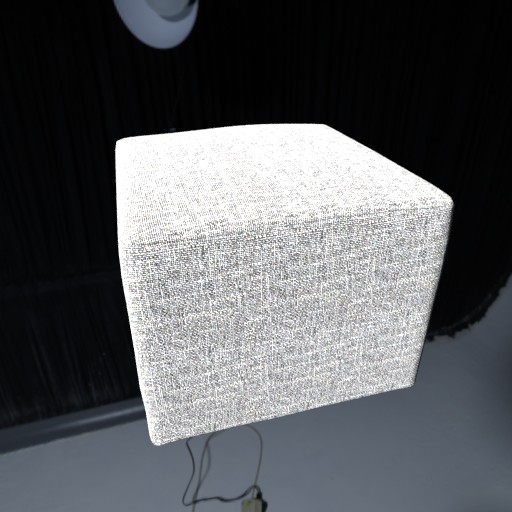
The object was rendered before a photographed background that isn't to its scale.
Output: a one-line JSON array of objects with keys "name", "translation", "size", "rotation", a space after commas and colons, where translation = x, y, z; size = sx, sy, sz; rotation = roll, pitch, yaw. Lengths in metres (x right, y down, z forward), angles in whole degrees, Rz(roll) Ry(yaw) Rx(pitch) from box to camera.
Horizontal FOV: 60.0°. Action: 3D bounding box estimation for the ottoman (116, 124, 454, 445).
[{"name": "ottoman", "translation": [0.000, 0.000, 0.919], "size": [0.512, 0.453, 0.521], "rotation": [-8, 31, -14]}]
